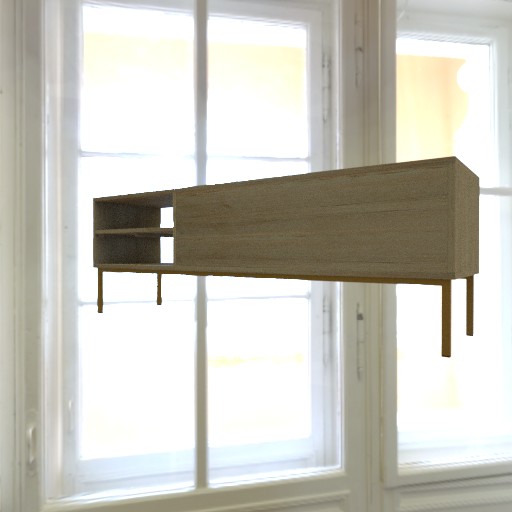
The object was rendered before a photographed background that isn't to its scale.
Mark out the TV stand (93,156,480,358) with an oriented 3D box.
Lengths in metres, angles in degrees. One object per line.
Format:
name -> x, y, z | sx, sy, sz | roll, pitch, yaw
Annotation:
TV stand -> 0.000, 0.000, 1.825 | 1.600, 0.550, 0.420 | 0, 1, 35
